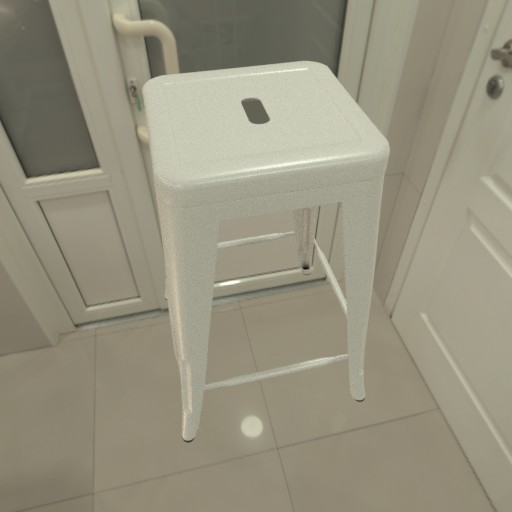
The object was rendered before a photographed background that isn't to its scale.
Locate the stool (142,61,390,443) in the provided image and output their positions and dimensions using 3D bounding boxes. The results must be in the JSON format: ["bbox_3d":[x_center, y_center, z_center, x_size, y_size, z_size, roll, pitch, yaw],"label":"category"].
[{"bbox_3d":[0.000,0.000,0.860,0.406,0.610,0.406,-10,47,-9],"label":"stool"}]
